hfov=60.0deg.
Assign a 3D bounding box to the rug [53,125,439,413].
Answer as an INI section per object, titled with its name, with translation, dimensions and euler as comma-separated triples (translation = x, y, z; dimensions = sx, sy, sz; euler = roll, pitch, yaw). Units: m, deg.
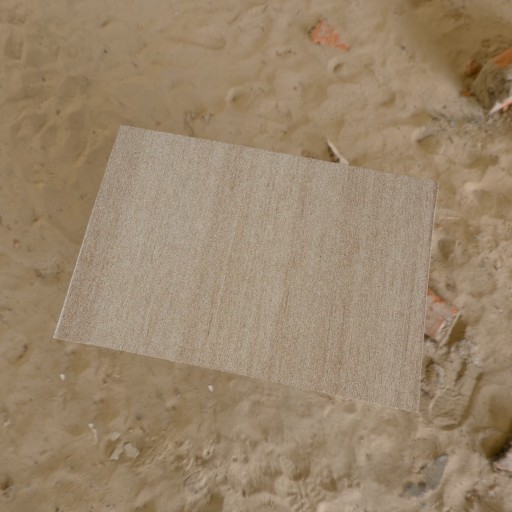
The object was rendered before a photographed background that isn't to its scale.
[rug]
translation = 0.000, 0.000, 2.978
dimensions = 2.346, 0.029, 1.574
euler = 11, 75, 3
